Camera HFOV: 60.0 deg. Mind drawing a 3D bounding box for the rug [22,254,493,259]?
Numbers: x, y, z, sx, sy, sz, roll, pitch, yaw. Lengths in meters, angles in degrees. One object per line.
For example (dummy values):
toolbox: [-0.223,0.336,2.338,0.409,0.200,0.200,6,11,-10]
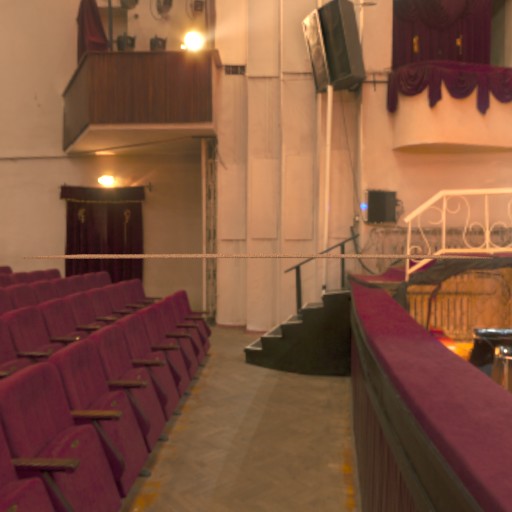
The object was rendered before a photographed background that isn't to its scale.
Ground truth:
rug: [0.000,0.000,2.606,2.390,0.014,0.741,0,1,1]
